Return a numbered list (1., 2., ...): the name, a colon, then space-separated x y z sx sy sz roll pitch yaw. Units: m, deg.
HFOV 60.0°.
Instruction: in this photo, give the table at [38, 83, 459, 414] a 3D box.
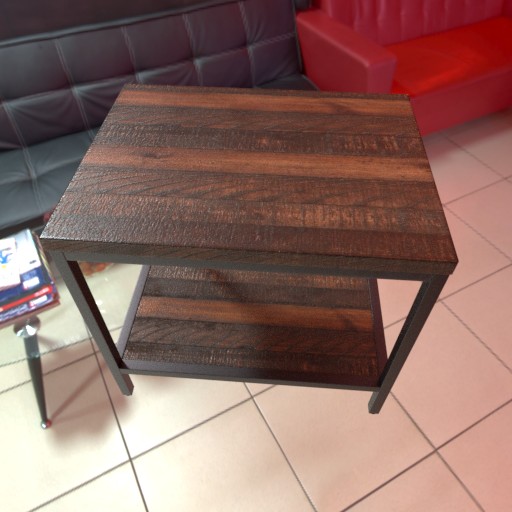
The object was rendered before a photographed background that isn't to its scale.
1. table: 0.000 0.000 1.112 0.678 0.612 0.524 3 48 3
